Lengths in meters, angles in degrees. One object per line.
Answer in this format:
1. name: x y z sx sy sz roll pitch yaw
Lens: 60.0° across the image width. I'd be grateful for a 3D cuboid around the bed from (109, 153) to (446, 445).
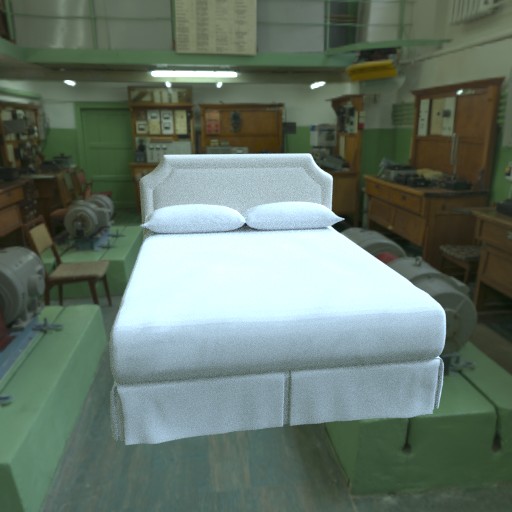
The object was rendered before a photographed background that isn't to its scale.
1. bed: 0.000 0.000 3.722 2.134 1.524 2.548 -2 17 -8
